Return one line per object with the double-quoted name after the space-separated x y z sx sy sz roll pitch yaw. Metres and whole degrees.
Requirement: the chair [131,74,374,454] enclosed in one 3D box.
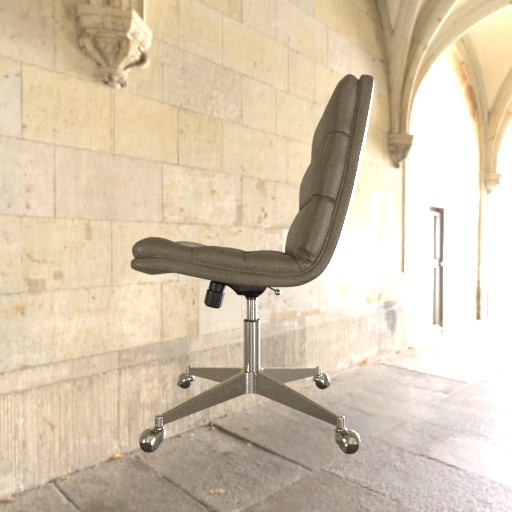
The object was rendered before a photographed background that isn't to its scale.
0.000 0.000 1.022 0.485 0.738 0.422 0 1 0 "chair"
